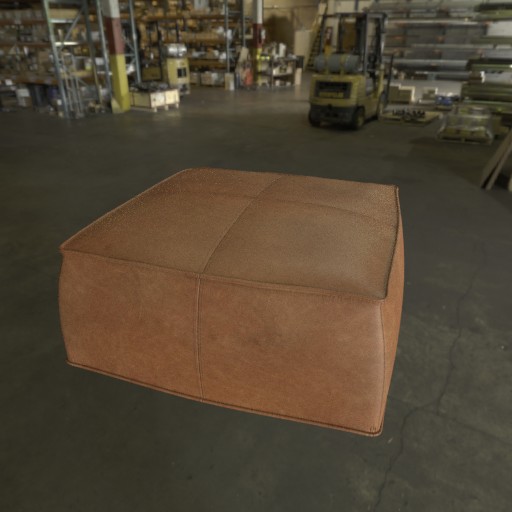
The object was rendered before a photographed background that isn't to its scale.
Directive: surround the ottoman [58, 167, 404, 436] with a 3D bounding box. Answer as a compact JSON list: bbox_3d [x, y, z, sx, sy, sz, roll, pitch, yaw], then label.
[{"bbox_3d":[0.000,0.000,1.398,0.902,0.395,0.901,8,28,16],"label":"ottoman"}]
